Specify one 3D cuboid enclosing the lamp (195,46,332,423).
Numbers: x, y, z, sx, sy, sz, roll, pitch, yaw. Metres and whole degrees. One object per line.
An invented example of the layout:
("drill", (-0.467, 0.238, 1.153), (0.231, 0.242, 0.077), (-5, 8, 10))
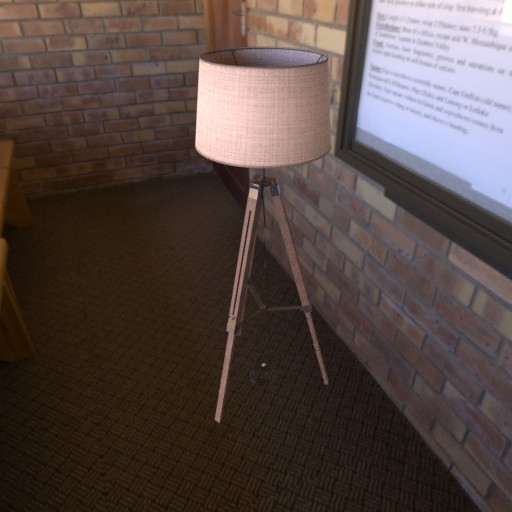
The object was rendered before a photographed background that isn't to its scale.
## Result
("lamp", (0.000, 0.000, 1.827), (0.604, 1.510, 0.587), (21, 38, 30))
